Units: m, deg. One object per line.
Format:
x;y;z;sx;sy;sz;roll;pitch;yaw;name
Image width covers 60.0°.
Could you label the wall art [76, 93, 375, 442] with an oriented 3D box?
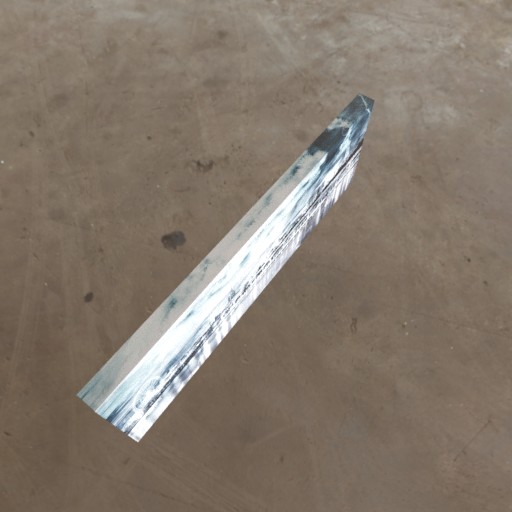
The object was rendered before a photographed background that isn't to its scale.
0.000;0.000;0.853;0.037;0.251;0.759;32;64;18;wall art
